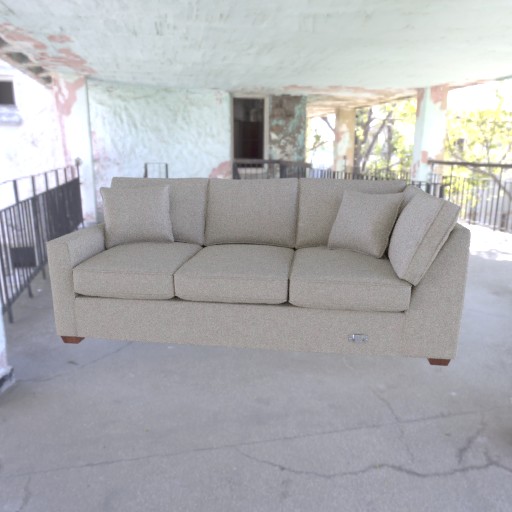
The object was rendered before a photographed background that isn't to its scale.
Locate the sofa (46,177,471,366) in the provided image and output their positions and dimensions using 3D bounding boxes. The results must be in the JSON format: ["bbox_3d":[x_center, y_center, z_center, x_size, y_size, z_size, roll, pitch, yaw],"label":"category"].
[{"bbox_3d":[0.000,0.000,2.867,2.317,0.962,1.061,2,14,8],"label":"sofa"}]
